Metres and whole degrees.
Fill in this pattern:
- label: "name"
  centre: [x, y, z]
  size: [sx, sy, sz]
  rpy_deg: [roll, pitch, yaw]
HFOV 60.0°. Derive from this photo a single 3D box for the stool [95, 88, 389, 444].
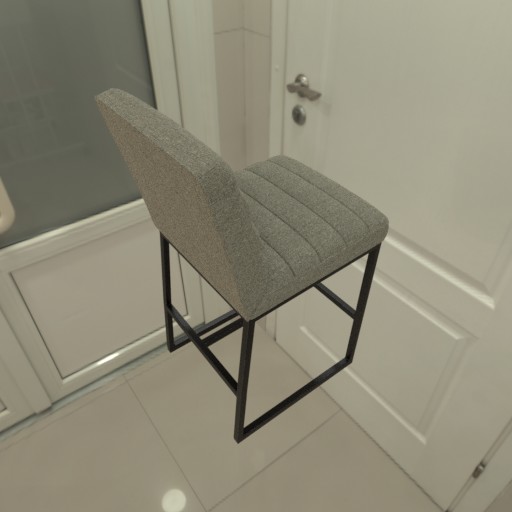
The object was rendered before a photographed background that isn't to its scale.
- label: "stool"
  centre: [0.000, 0.000, 1.255]
  size: [0.560, 0.940, 0.460]
  rpy_deg: [-26, 47, -27]
